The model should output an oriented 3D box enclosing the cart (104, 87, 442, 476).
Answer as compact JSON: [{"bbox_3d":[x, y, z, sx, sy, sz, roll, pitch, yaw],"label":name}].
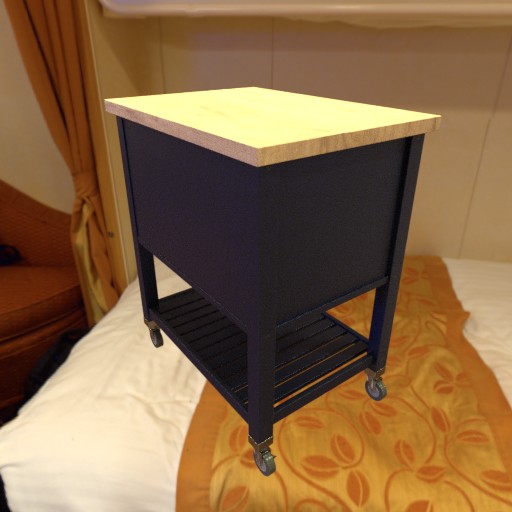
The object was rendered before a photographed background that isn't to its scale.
[{"bbox_3d":[0.000,0.000,1.429,0.567,0.920,0.797,-18,32,-32],"label":"cart"}]
